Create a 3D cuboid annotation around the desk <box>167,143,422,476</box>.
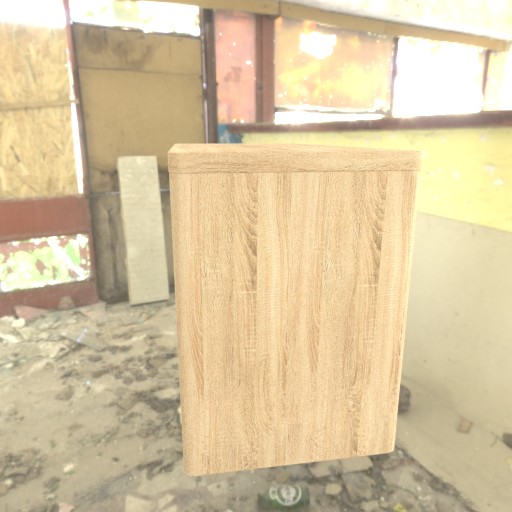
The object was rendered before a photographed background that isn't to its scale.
[{"bbox_3d":[0.000,0.000,1.580,0.550,0.760,1.200,-2,15,-9],"label":"desk"}]
